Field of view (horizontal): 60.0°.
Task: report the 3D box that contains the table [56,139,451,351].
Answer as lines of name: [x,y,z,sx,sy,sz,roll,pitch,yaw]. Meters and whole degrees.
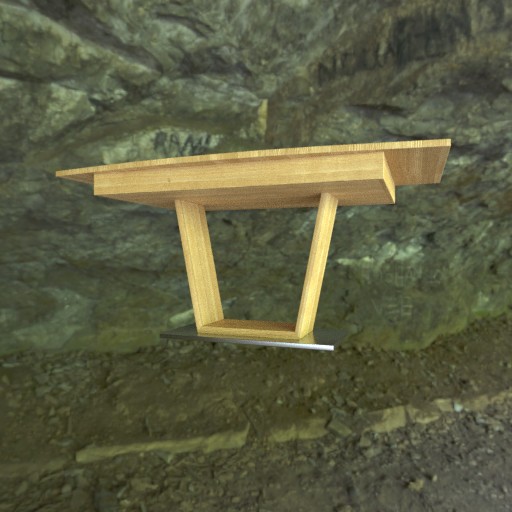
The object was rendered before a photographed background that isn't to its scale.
table: [0.000,0.000,2.044,1.598,0.748,0.900,0,0,20]
